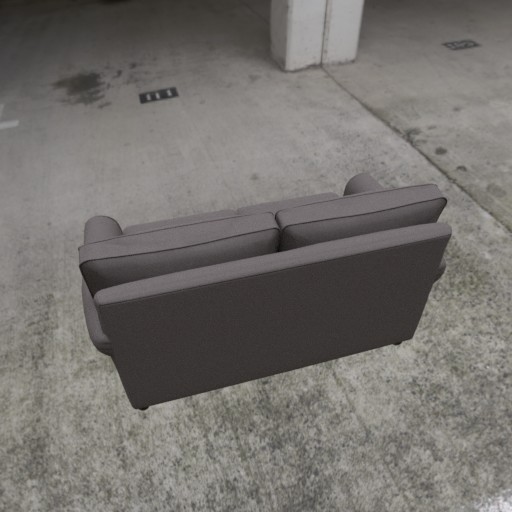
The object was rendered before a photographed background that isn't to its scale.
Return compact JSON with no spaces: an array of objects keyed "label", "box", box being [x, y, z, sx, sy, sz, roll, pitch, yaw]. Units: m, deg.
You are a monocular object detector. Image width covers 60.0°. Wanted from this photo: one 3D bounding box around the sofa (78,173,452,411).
[{"label":"sofa","box":[0.000,0.000,2.279,1.665,0.937,0.964,-11,42,-12]}]
